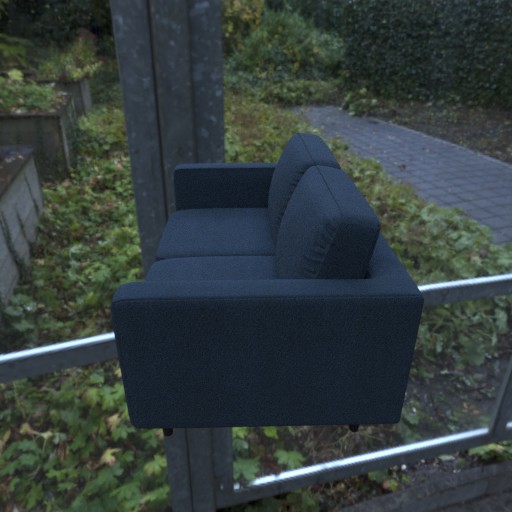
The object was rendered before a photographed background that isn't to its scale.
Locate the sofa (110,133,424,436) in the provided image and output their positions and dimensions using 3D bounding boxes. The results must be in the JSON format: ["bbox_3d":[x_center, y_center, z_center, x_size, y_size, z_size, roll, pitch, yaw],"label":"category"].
[{"bbox_3d":[0.000,0.000,2.124,0.999,0.930,1.518,-1,27,-1],"label":"sofa"}]
